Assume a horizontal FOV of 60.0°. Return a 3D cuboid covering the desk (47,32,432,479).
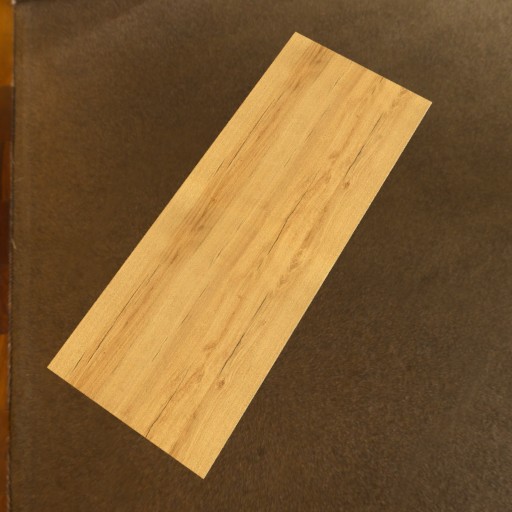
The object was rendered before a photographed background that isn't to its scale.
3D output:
[{"bbox_3d":[0.000,0.000,1.774,0.550,0.760,1.400,31,77,8],"label":"desk"}]
